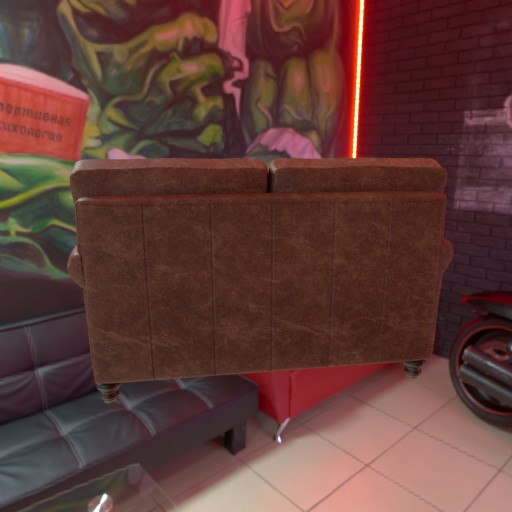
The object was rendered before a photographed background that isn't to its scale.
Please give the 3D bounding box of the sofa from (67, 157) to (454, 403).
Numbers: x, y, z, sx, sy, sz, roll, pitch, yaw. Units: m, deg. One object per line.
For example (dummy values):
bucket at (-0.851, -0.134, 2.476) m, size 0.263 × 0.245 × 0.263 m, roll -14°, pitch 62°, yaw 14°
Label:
sofa at (0.000, 0.000, 2.207) m, size 1.616 × 0.967 × 0.990 m, roll -2°, pitch 14°, yaw -8°
